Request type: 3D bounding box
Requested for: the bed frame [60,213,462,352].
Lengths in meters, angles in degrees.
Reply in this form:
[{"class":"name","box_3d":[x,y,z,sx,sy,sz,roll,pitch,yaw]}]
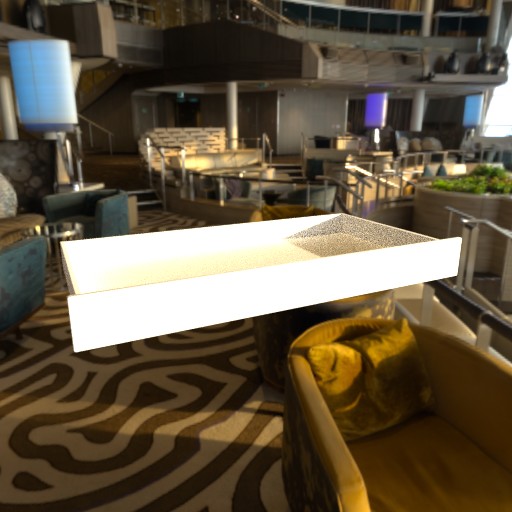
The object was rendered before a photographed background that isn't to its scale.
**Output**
[{"class":"bed frame","box_3d":[0.000,0.000,1.603,1.300,0.141,0.670,-8,18,-25]}]
